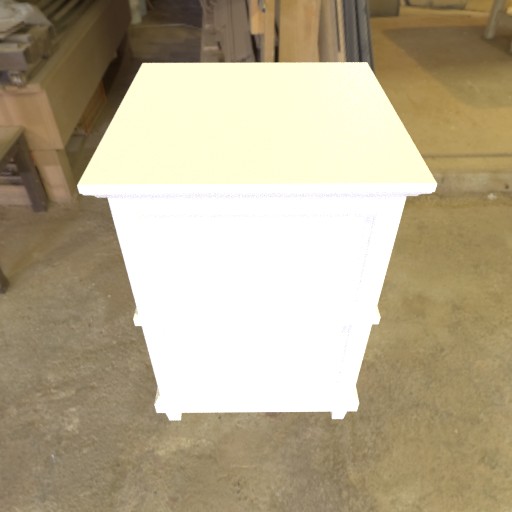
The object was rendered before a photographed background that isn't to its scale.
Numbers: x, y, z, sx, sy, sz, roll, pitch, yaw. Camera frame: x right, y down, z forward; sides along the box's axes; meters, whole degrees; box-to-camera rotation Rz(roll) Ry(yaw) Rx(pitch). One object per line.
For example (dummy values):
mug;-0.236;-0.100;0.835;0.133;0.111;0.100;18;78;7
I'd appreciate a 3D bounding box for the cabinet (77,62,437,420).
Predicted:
cabinet;0.000;0.000;1.131;0.547;0.775;0.544;0;42;0
